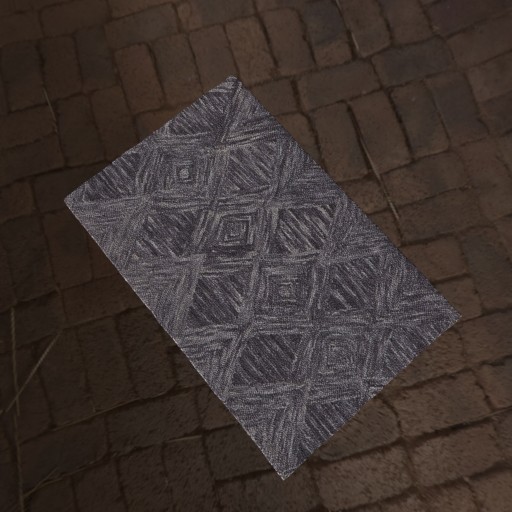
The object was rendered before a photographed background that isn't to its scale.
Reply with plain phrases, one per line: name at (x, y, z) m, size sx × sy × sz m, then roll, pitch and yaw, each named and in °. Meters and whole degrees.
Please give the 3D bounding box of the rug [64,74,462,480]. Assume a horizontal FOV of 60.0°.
rug at (0.000, 0.000, 2.302) m, size 1.186 × 0.012 × 1.814 m, roll -39°, pitch 80°, yaw -8°
